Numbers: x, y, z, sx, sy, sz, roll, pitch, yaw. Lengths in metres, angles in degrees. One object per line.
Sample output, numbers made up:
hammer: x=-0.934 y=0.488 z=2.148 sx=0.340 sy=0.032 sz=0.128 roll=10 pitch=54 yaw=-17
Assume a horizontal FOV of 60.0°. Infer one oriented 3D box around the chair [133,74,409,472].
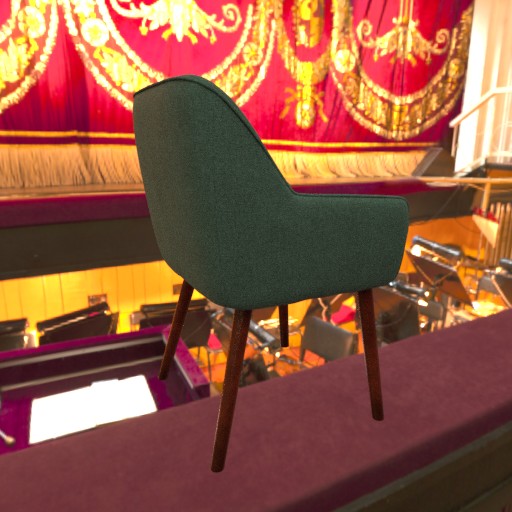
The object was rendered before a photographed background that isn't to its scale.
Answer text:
chair: x=0.000 y=0.000 z=1.136 sx=0.519 sy=0.803 sz=0.543 roll=-7 pitch=16 yaw=-26
